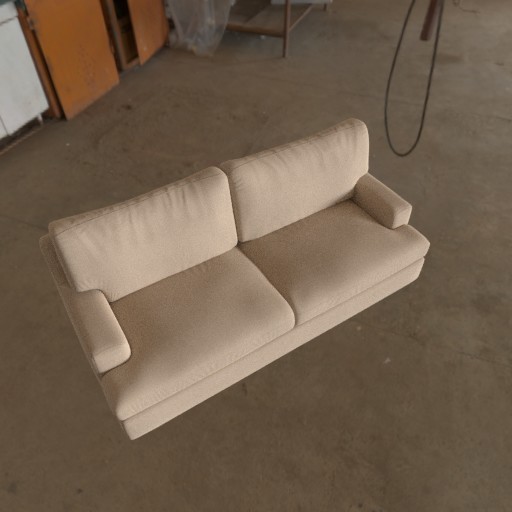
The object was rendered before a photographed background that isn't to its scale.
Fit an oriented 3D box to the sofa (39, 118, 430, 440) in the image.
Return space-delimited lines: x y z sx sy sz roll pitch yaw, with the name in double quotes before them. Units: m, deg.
"sofa" 0.000 0.000 2.647 2.147 0.925 0.929 -24 50 -22
